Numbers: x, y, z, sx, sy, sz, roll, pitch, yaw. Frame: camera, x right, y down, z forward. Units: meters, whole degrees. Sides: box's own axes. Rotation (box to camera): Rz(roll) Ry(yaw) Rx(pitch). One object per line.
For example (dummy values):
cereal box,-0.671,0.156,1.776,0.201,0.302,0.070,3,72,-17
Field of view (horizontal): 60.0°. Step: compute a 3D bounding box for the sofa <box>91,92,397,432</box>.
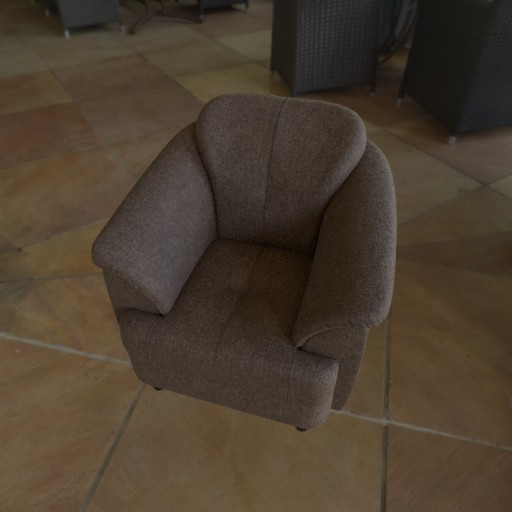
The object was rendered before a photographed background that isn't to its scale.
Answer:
sofa,0.000,0.000,1.493,0.870,0.811,0.794,11,43,13
